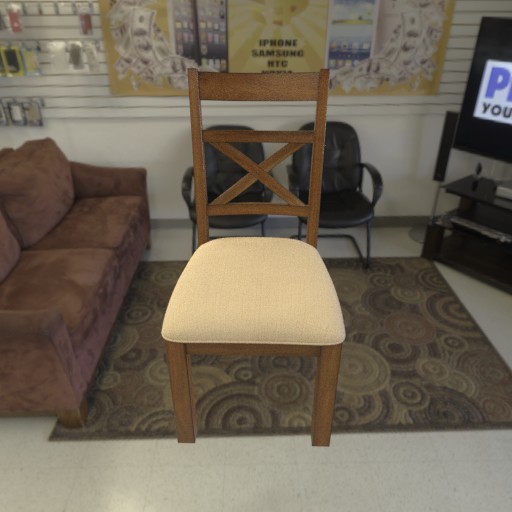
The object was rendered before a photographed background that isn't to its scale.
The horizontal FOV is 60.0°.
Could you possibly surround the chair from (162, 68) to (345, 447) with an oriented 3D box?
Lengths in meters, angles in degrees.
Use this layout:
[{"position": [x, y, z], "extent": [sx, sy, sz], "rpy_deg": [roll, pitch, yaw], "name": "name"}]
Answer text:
[{"position": [0.000, 0.000, 1.284], "extent": [0.461, 0.949, 0.581], "rpy_deg": [1, 30, 1], "name": "chair"}]
